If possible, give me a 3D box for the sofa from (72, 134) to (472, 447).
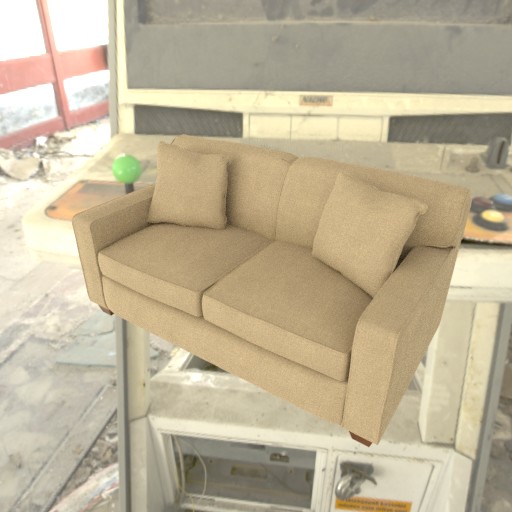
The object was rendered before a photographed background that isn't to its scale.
[{"bbox_3d":[0.000,0.000,2.388,1.846,0.958,0.998,18,34,29],"label":"sofa"}]
